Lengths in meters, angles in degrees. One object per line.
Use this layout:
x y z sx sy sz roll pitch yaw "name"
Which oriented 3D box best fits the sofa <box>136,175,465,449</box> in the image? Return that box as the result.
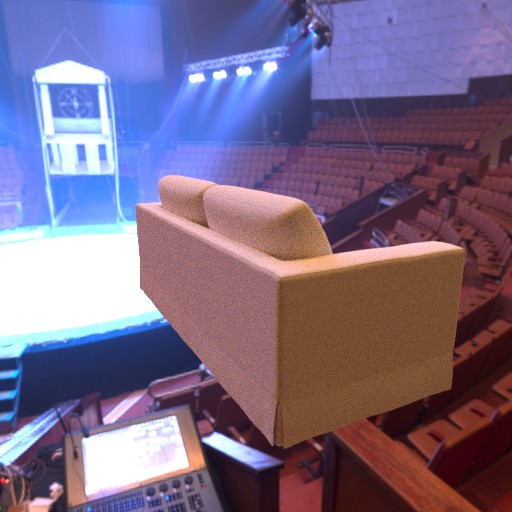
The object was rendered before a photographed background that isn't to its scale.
0.000 0.000 2.656 0.954 0.881 2.163 -7 16 -27 "sofa"
